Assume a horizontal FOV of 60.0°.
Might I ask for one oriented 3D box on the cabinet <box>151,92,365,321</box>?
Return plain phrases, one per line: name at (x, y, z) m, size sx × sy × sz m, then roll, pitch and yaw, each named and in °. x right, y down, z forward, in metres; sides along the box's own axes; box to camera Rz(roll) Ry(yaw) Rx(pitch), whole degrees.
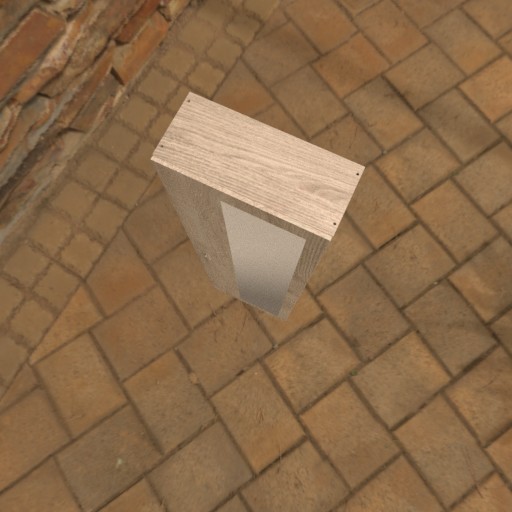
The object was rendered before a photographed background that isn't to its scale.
cabinet at (0.000, 0.000, 1.983) m, size 0.500 × 1.790 × 0.230 m, roll 25°, pitch 77°, yaw 6°
